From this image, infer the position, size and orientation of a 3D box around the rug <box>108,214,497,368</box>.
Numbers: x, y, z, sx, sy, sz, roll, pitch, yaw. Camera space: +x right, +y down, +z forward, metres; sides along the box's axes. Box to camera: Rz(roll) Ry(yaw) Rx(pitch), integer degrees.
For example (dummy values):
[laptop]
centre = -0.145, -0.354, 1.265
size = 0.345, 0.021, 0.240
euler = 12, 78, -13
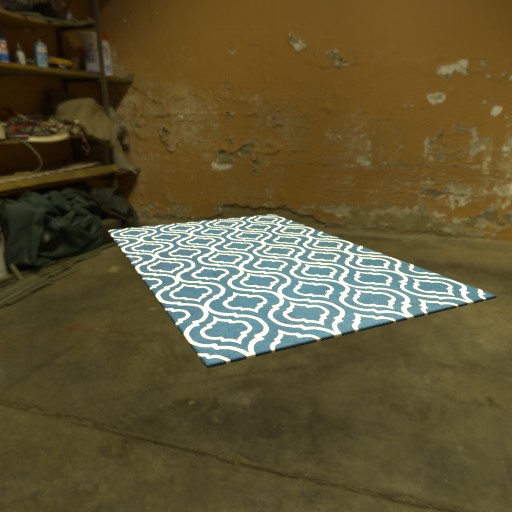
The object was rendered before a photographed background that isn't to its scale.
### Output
[rug]
centre = 0.000, 0.000, 2.162
size = 1.143, 0.010, 1.753
euler = -8, 18, -25
